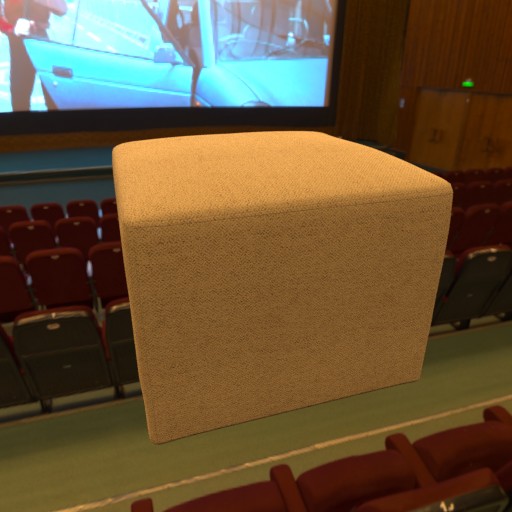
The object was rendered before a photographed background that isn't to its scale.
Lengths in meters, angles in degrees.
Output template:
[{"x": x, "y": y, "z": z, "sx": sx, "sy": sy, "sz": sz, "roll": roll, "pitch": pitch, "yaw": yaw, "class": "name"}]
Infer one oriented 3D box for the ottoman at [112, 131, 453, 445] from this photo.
[{"x": 0.000, "y": 0.000, "z": 0.916, "sx": 0.521, "sy": 0.453, "sz": 0.512, "roll": -8, "pitch": 26, "yaw": -16, "class": "ottoman"}]
